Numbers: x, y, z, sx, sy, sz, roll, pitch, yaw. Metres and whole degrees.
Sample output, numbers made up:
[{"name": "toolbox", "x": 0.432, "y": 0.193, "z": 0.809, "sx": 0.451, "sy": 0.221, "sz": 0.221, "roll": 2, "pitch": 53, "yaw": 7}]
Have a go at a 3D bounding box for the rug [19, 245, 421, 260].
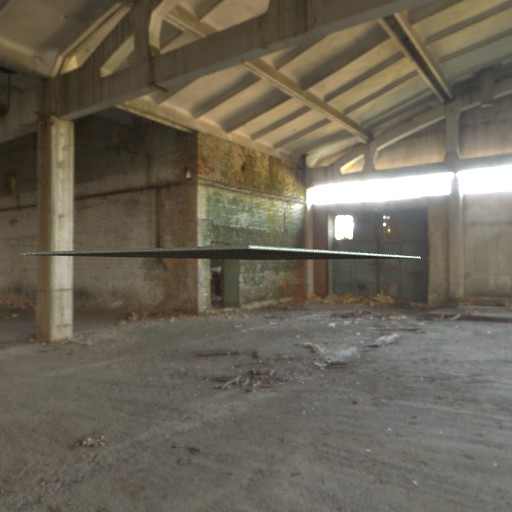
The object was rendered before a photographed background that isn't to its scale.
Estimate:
[{"name": "rug", "x": 0.000, "y": 0.000, "z": 2.328, "sx": 1.219, "sy": 0.012, "sz": 1.840, "roll": -1, "pitch": -2, "yaw": 34}]
